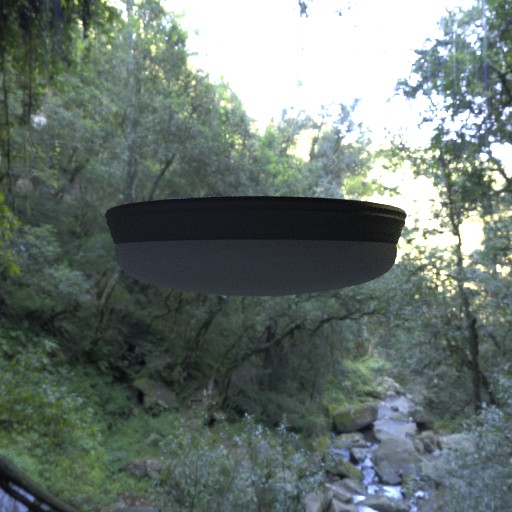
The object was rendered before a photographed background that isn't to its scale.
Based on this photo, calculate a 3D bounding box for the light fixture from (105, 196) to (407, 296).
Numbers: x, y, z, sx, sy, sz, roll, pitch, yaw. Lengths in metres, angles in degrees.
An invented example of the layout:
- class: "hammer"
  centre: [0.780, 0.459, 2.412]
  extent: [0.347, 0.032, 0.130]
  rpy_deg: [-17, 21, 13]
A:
- class: "light fixture"
  centre: [0.000, 0.000, 0.569]
  extent: [0.368, 0.100, 0.368]
  rpy_deg: [0, -1, 0]
